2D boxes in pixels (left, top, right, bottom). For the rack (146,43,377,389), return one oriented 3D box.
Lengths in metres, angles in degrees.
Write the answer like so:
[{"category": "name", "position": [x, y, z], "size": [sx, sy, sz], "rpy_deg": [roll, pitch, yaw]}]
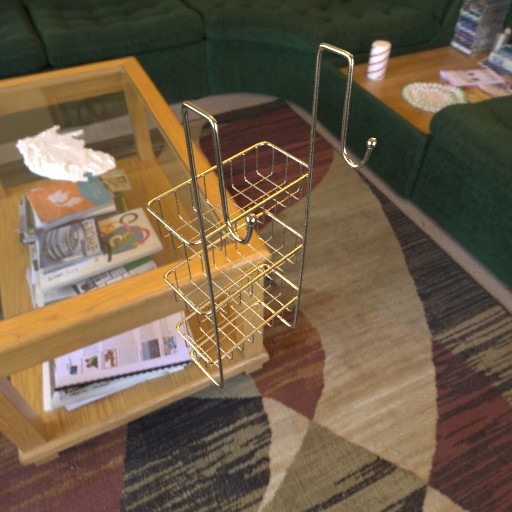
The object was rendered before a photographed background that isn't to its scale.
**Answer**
[{"category": "rack", "position": [0.000, 0.000, 0.666], "size": [0.228, 0.574, 0.202], "rpy_deg": [-35, 56, -28]}]
